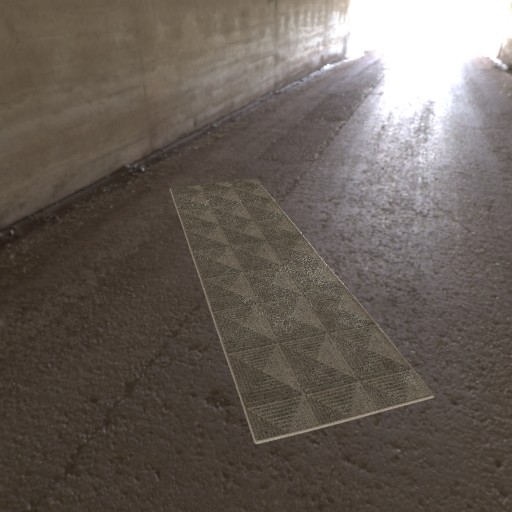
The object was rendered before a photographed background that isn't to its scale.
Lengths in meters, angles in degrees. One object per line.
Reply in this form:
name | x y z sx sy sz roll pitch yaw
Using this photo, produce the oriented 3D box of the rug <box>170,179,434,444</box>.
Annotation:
rug | 0.000 0.000 2.327 0.645 0.015 2.182 -8 31 -14
